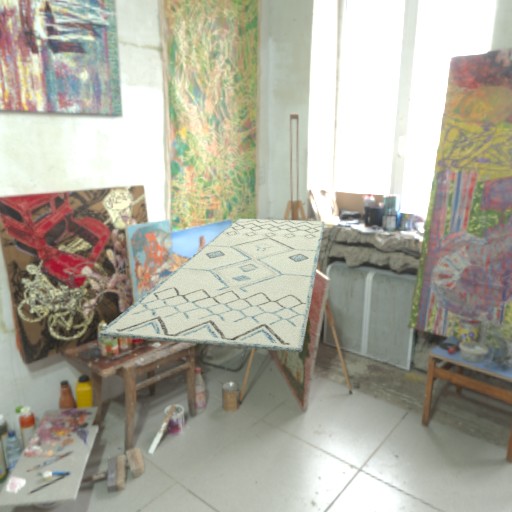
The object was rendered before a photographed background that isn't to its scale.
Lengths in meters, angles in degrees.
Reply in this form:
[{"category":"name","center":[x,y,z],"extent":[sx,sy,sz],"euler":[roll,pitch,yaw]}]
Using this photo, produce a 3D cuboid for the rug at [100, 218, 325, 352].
[{"category":"rug","center":[0.000,0.000,2.771],"extent":[0.770,0.013,2.434],"euler":[3,15,10]}]
